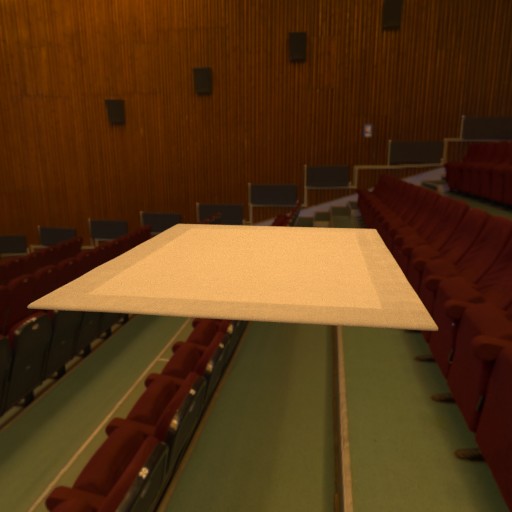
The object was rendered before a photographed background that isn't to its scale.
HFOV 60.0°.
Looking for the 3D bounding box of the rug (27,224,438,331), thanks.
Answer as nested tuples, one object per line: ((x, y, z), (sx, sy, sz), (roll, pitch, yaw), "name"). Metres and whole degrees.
((0.000, 0.000, 3.972), (2.430, 0.018, 2.976), (2, 14, 8), "rug")
